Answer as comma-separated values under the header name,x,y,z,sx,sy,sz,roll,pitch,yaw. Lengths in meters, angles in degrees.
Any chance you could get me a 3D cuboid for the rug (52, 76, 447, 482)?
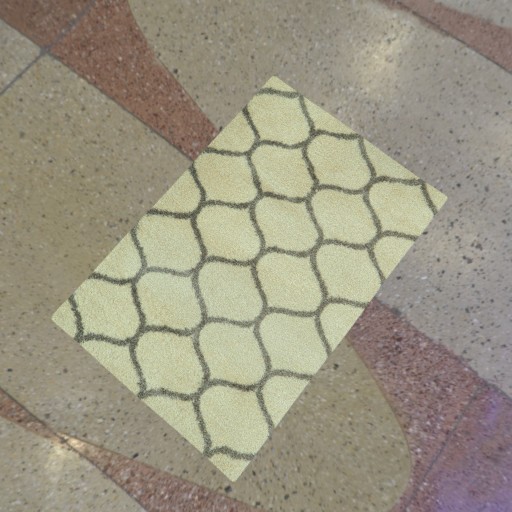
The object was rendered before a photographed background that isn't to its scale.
name,x,y,z,sx,sy,sz,roll,pitch,yaw
rug,0.000,0.000,3.450,1.801,0.026,2.701,38,79,9
